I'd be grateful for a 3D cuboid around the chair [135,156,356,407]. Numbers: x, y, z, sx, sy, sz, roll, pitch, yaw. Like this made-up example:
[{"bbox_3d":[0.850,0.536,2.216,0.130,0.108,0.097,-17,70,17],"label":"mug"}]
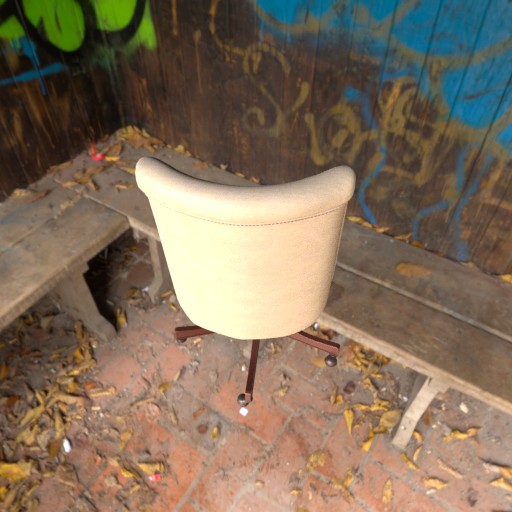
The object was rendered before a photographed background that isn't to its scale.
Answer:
[{"bbox_3d":[0.000,0.000,1.418,0.645,1.010,0.696,3,46,3],"label":"chair"}]
